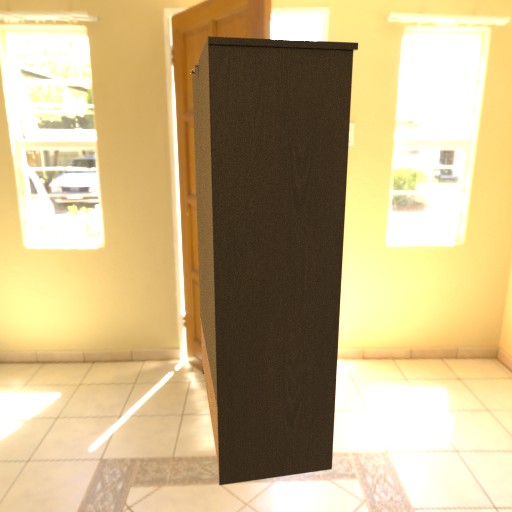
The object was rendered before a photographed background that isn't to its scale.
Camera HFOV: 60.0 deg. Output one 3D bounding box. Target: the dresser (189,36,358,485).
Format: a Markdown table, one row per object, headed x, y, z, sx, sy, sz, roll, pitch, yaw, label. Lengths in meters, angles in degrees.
| x | y | z | sx | sy | sz | roll | pitch | yaw | label |
| --- | --- | --- | --- | --- | --- | --- | --- | --- | --- |
| 0.000 | 0.000 | 1.554 | 0.418 | 1.254 | 0.704 | -3 | 15 | -11 | dresser |
